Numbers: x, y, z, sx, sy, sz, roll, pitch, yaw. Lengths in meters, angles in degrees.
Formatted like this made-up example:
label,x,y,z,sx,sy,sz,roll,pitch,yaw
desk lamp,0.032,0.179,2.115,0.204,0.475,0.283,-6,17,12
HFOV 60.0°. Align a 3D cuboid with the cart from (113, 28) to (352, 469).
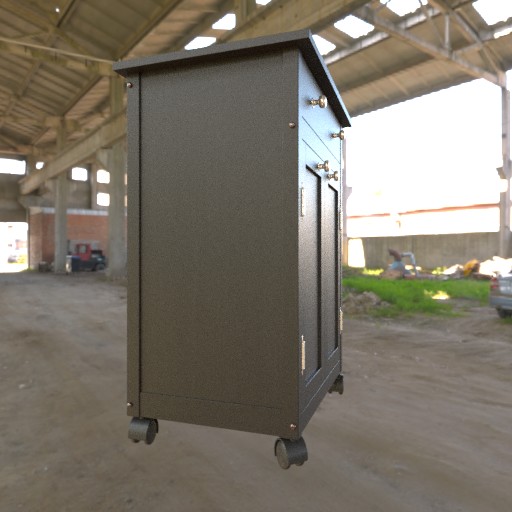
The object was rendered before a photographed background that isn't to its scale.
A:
label,x,y,z,sx,sy,sz,roll,pitch,yaw
cart,0.000,0.000,1.242,0.456,0.879,0.660,0,0,20
